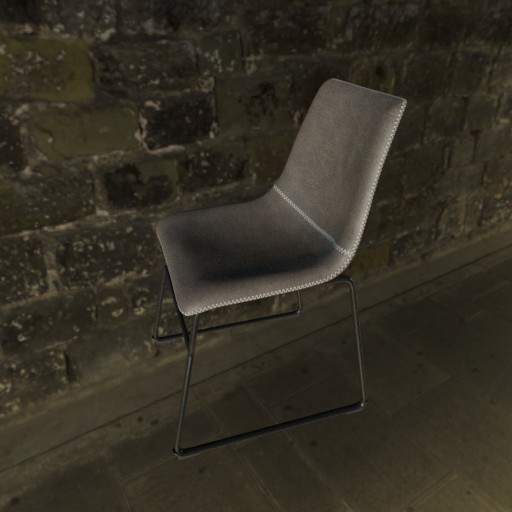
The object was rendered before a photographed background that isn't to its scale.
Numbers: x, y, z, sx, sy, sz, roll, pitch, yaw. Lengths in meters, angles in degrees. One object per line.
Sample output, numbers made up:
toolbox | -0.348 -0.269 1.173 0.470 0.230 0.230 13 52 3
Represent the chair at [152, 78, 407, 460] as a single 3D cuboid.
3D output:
chair | 0.000 0.000 1.114 0.550 0.780 0.460 -9 30 -16
